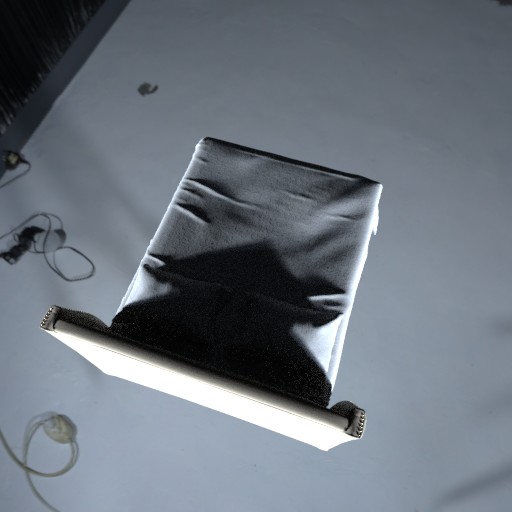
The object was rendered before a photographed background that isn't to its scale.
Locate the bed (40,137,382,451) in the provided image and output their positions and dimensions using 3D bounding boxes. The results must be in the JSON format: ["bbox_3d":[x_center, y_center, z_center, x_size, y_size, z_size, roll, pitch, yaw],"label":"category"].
[{"bbox_3d":[0.000,0.000,3.463,1.925,1.332,2.276,17,65,8],"label":"bed"}]
